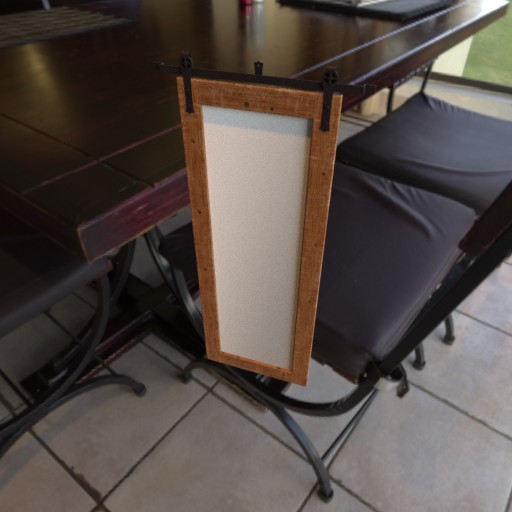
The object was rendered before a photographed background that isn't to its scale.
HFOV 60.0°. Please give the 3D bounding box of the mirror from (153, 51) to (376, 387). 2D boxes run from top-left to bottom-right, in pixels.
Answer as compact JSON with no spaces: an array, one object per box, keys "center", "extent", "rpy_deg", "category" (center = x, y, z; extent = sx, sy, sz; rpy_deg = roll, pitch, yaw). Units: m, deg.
[{"center":[0.000,0.000,2.121],"extent":[0.847,1.793,0.042],"rpy_deg":[12,41,15],"category":"mirror"}]
